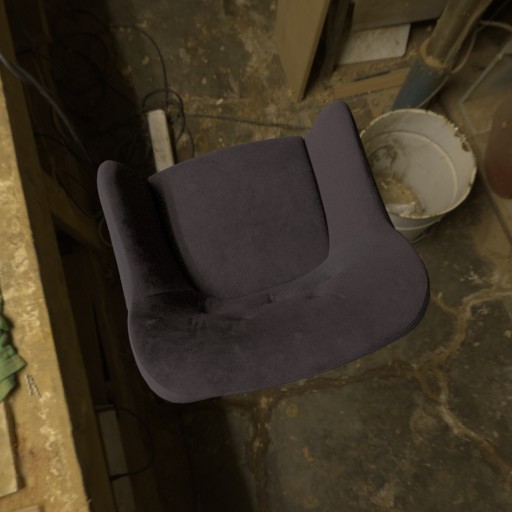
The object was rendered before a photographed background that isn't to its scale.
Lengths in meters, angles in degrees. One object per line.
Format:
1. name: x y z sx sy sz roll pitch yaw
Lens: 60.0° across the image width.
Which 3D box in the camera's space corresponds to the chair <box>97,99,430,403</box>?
1. chair: 0.000 0.000 1.500 0.840 0.807 0.819 -16 76 -4
